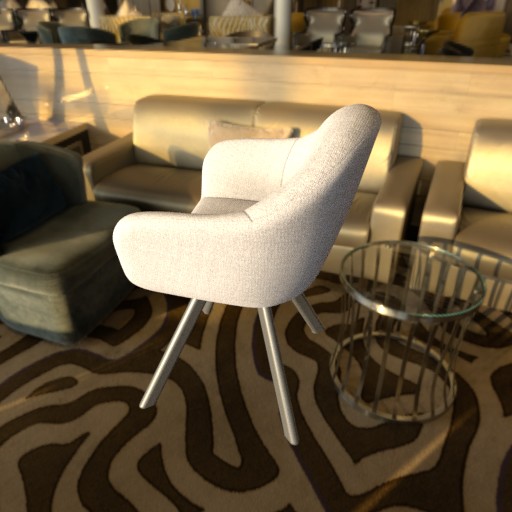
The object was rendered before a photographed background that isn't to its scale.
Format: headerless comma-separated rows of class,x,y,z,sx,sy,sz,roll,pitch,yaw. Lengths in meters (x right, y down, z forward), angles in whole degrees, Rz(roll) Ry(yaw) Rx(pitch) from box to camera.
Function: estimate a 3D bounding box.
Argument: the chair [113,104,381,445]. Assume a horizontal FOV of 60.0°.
chair,0.000,0.000,1.186,0.550,0.795,0.590,8,31,14
